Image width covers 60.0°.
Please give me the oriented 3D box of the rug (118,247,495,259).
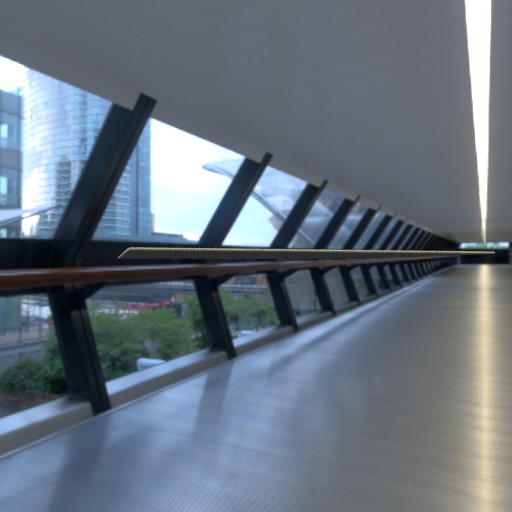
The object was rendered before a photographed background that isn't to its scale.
[{"bbox_3d":[0.000,0.000,4.200,2.452,0.016,3.204,0,-1,-18],"label":"rug"}]
